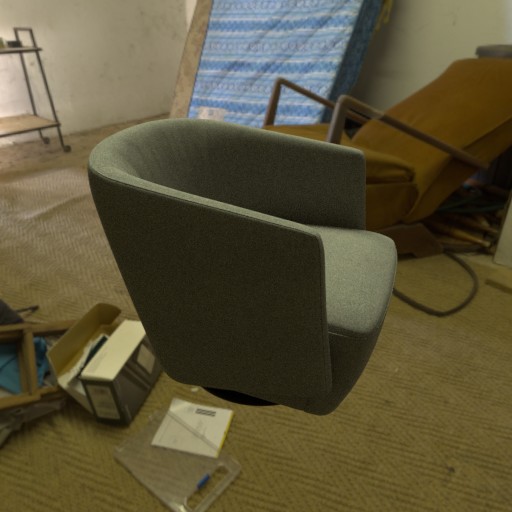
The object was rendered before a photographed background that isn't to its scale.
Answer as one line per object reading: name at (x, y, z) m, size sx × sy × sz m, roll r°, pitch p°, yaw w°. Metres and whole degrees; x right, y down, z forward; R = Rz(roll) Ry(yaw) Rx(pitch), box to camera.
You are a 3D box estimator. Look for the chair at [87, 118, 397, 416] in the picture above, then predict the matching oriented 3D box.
chair at (0.000, 0.000, 1.629) m, size 0.986 × 0.861 × 0.822 m, roll 10°, pitch 31°, yaw 18°
